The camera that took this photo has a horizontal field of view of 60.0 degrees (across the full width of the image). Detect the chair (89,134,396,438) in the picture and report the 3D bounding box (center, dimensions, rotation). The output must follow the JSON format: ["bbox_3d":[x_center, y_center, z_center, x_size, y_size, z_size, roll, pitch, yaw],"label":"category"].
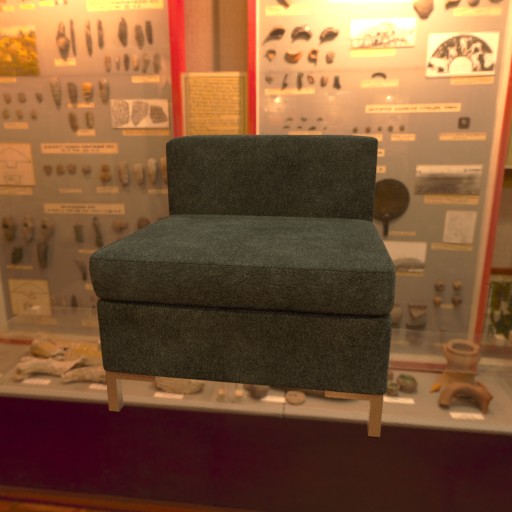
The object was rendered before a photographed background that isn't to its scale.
[{"bbox_3d":[0.000,0.000,1.248,0.680,0.660,0.680,2,15,9],"label":"chair"}]
